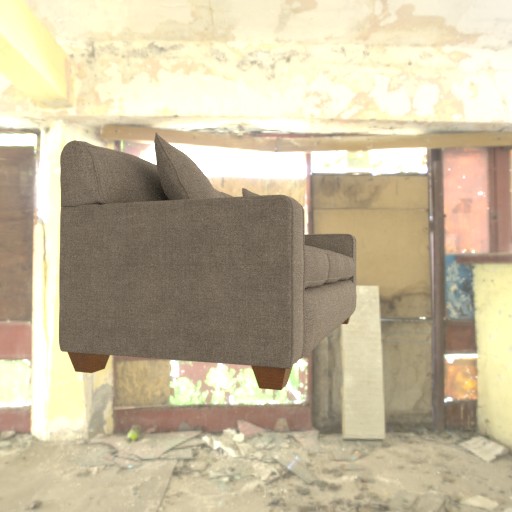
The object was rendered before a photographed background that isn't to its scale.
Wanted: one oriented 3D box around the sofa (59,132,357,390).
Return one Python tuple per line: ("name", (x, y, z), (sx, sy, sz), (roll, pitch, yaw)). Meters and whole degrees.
("sofa", (0.000, 0.000, 2.541), (0.997, 0.958, 2.024), (0, -2, 18))
